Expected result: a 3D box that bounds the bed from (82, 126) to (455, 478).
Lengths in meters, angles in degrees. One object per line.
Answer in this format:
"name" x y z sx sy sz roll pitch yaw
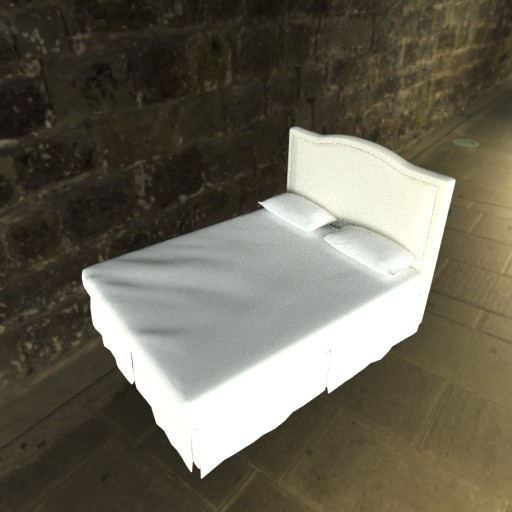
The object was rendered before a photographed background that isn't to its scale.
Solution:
"bed" 0.000 0.000 3.449 2.282 1.436 1.821 -22 38 -31
